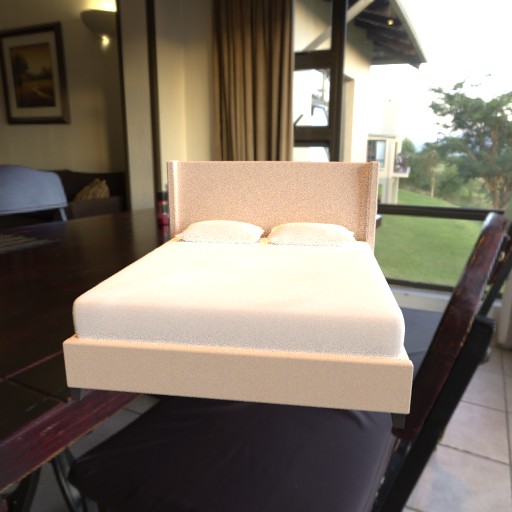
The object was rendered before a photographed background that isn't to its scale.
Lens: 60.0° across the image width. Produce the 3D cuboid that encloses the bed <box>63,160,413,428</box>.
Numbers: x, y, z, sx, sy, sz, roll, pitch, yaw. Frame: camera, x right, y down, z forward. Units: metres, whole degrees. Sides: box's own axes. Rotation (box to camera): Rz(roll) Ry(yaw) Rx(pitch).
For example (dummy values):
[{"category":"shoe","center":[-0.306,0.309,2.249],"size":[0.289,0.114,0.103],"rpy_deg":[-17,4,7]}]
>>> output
[{"category":"bed","center":[0.000,0.000,3.668],"size":[2.145,1.471,2.293],"rpy_deg":[2,14,8]}]
